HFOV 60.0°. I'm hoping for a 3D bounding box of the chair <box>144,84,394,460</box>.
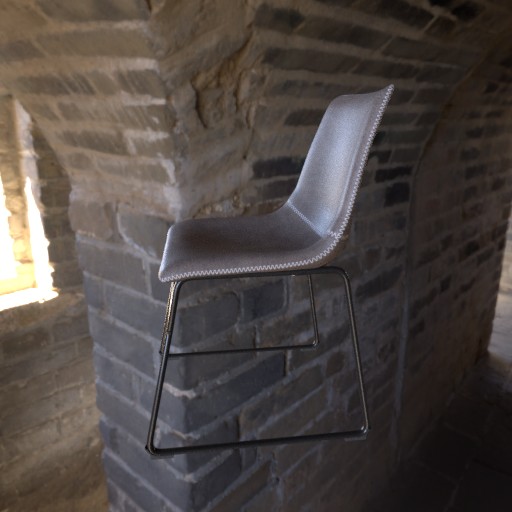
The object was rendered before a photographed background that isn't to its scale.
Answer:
[{"bbox_3d":[0.000,0.000,1.106,0.550,0.780,0.460,-2,16,-8],"label":"chair"}]
